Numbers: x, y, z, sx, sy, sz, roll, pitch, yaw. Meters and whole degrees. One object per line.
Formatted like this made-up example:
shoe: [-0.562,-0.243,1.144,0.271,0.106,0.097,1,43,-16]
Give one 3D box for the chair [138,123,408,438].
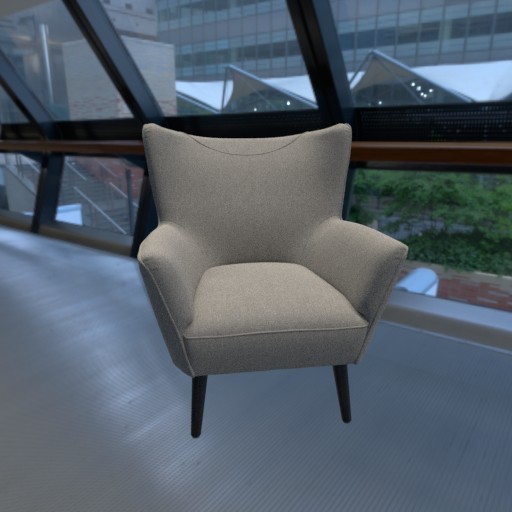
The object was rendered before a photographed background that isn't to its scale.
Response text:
chair: [0.000,0.000,1.623,0.781,0.933,0.888,-2,16,-8]
